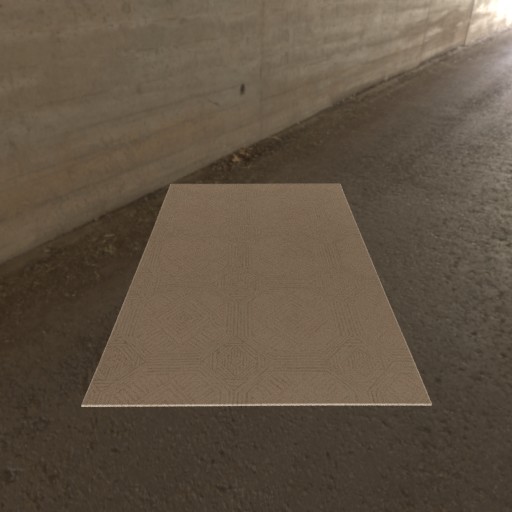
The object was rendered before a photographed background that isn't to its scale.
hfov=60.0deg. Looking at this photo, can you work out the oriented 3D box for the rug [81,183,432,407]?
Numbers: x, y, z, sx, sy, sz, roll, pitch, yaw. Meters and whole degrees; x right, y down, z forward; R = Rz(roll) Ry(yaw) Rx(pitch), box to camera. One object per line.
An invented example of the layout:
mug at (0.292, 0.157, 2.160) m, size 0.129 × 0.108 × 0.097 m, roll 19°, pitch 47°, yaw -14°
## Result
rug at (0.000, 0.000, 2.954) m, size 1.524 × 0.008 × 2.440 m, roll 0°, pitch 32°, yaw 0°
